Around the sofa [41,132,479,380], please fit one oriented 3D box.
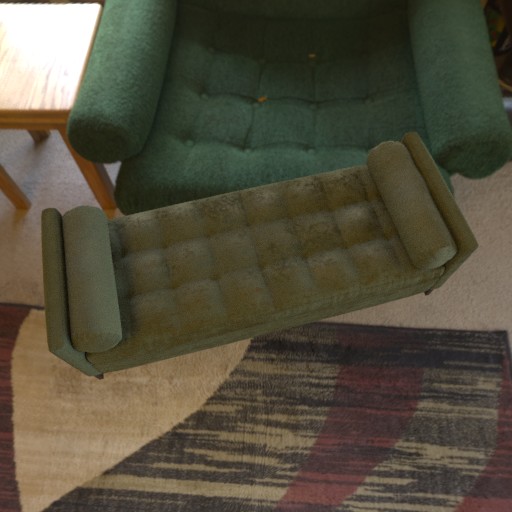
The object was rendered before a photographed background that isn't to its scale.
[{"bbox_3d":[0.000,0.000,2.514,2.130,0.681,0.817,-13,64,-7],"label":"sofa"}]
